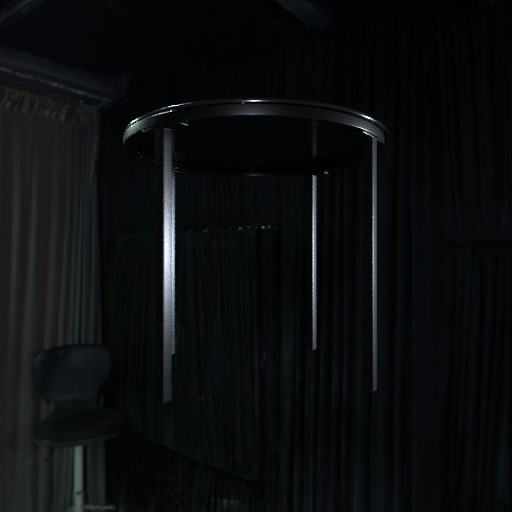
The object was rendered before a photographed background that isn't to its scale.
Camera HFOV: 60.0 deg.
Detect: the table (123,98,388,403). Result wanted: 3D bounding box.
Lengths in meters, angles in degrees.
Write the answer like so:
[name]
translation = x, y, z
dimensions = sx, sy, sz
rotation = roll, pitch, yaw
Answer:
[table]
translation = 0.000, 0.000, 0.872
dimensions = 0.499, 0.443, 0.499
rotation = 0, 0, 0
